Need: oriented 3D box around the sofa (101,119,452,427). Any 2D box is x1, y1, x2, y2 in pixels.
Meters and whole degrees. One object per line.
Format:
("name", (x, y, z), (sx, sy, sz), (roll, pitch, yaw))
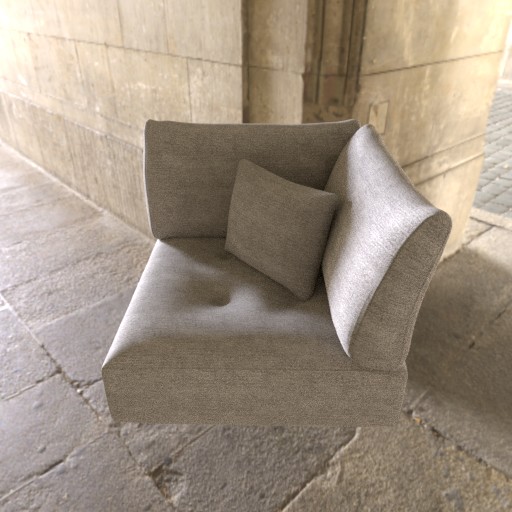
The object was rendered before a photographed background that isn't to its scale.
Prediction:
("sofa", (0.000, 0.000, 1.706), (1.000, 0.820, 1.000), (0, 31, 1))
